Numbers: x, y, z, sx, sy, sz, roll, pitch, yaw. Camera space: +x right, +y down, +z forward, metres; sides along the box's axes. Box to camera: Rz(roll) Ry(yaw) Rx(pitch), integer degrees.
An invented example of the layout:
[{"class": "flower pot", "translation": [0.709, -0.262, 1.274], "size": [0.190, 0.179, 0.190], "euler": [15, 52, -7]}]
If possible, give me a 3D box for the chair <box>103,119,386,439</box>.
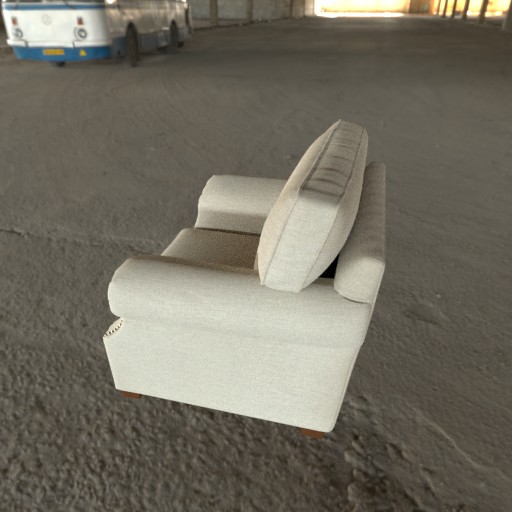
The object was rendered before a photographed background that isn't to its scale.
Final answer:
[{"class": "chair", "translation": [0.000, 0.000, 1.843], "size": [0.965, 0.961, 1.092], "euler": [7, 31, 12]}]
